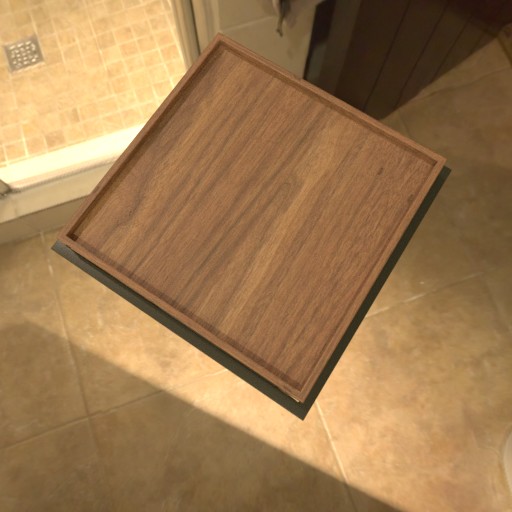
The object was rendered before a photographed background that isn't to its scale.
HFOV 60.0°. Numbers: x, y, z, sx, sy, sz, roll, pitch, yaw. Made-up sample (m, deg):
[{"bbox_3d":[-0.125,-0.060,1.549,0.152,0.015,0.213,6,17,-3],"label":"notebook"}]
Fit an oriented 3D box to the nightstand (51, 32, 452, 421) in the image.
[{"bbox_3d":[0.000,0.000,0.862,0.397,0.607,0.397,32,78,8],"label":"nightstand"}]
